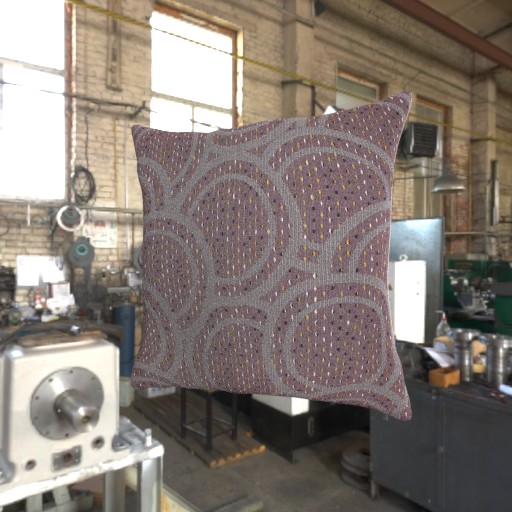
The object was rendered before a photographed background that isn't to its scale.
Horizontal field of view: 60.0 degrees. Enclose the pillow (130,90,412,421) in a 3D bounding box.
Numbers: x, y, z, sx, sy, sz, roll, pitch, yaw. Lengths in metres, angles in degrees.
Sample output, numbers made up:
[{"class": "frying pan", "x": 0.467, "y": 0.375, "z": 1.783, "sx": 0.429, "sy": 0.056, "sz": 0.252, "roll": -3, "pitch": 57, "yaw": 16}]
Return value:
[{"class": "pillow", "x": 0.000, "y": 0.000, "z": 0.774, "sx": 0.514, "sy": 0.513, "sz": 0.163, "roll": 0, "pitch": 0, "yaw": 20}]
